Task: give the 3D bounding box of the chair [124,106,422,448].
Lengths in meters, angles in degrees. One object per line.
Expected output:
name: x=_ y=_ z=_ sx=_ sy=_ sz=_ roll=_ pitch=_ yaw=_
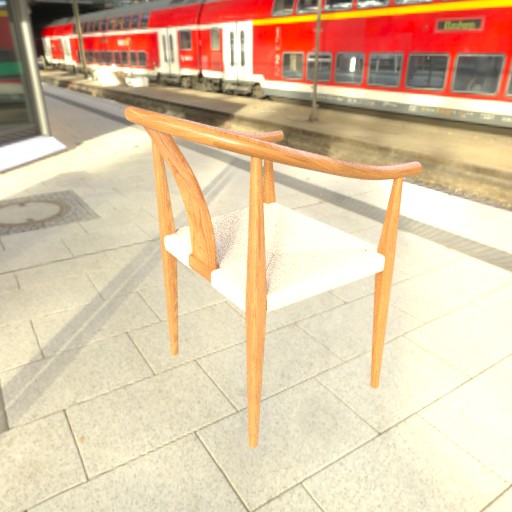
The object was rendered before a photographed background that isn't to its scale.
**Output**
chair: x=0.000 y=0.000 z=1.210 sx=0.579 sy=0.800 sz=0.556 roll=-17 pitch=30 yaw=-31
